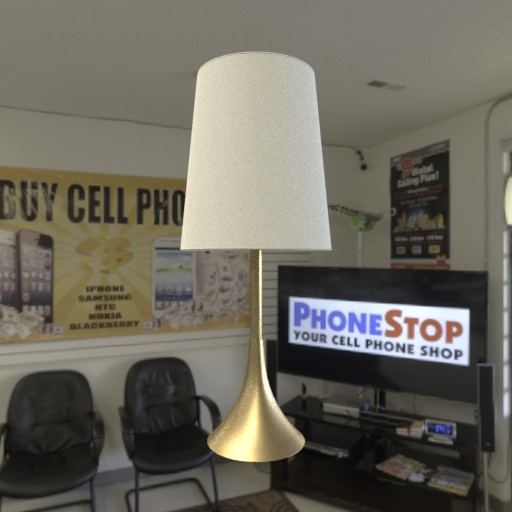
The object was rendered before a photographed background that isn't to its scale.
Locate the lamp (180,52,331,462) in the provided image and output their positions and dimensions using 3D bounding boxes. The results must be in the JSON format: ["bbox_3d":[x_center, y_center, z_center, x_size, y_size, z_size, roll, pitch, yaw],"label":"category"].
[{"bbox_3d":[0.000,0.000,0.686,0.231,0.569,0.231,0,0,0],"label":"lamp"}]
